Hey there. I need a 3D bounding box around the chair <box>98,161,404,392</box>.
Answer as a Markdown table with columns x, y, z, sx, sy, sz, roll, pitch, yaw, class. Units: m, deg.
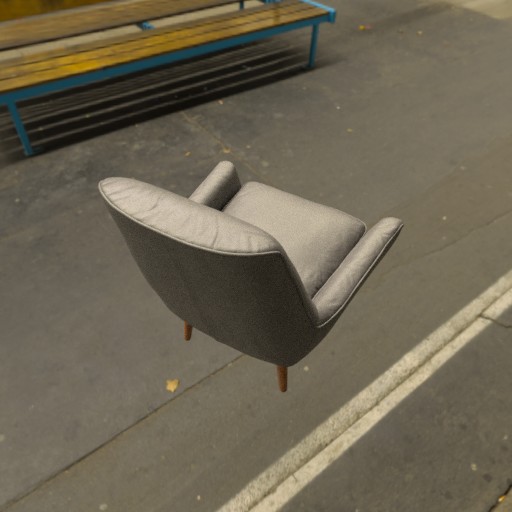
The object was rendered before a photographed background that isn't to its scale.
| x | y | z | sx | sy | sz | roll | pitch | yaw | class |
| --- | --- | --- | --- | --- | --- | --- | --- | --- | --- |
| 0.000 | 0.000 | 1.523 | 0.787 | 0.888 | 0.822 | 23 | 49 | 21 | chair |
